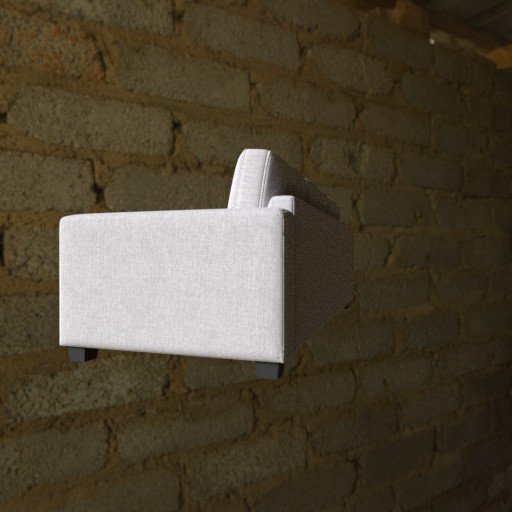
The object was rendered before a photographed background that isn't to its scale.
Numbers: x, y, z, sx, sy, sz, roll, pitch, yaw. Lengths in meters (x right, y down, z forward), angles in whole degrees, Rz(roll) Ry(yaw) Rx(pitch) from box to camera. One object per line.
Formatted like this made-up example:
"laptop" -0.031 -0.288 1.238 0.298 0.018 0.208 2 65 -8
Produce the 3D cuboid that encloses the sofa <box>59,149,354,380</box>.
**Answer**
"sofa" 0.000 0.000 2.539 0.900 0.800 2.120 0 0 18
